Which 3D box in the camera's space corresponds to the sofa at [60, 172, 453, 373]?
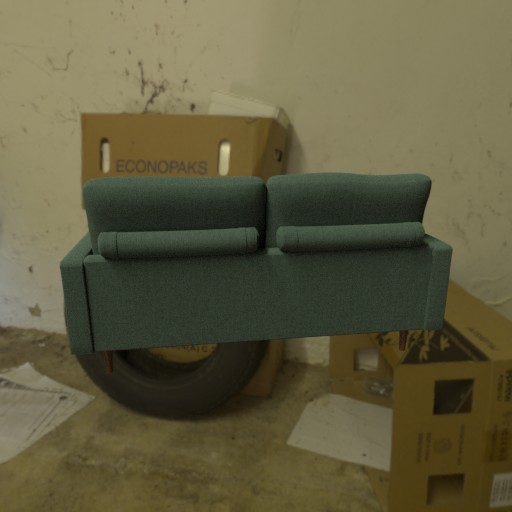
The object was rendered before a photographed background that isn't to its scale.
[{"bbox_3d":[0.000,0.000,2.684,2.010,1.050,0.966,-2,16,-8],"label":"sofa"}]
